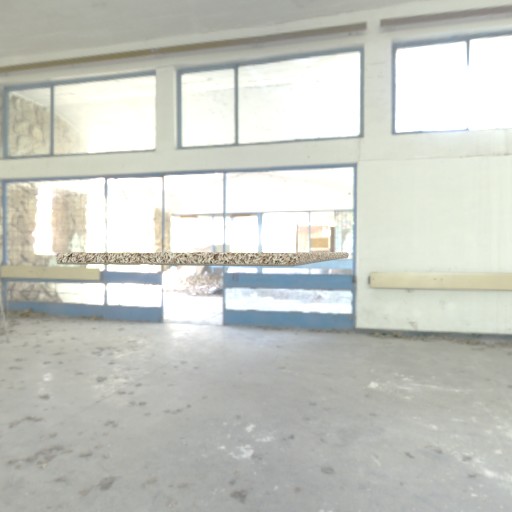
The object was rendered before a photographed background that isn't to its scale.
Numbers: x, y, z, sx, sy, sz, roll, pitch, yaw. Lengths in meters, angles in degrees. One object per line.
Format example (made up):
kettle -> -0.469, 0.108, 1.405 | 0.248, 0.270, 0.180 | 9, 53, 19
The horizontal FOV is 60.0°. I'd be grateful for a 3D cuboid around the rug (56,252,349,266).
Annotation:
rug -> 0.000, 0.000, 1.749 | 0.609, 0.030, 1.524 | 0, 1, 16
